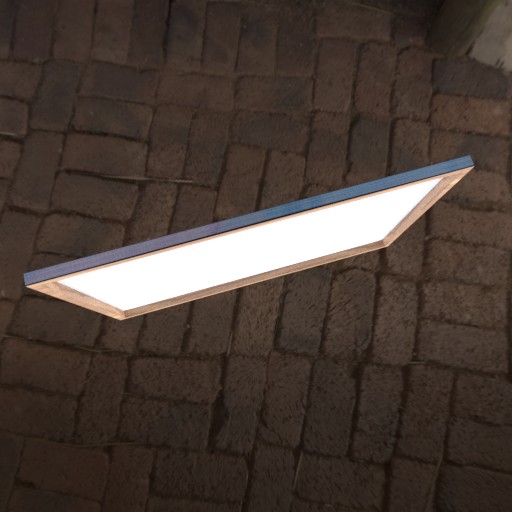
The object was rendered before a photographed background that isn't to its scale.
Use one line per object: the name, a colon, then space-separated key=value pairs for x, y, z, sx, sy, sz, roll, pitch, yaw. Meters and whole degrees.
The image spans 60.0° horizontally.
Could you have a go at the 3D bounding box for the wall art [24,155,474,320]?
wall art: x=0.000 y=0.000 z=1.451 sx=1.137 sy=0.756 sz=0.034 roll=-15 pitch=76 yaw=-4
